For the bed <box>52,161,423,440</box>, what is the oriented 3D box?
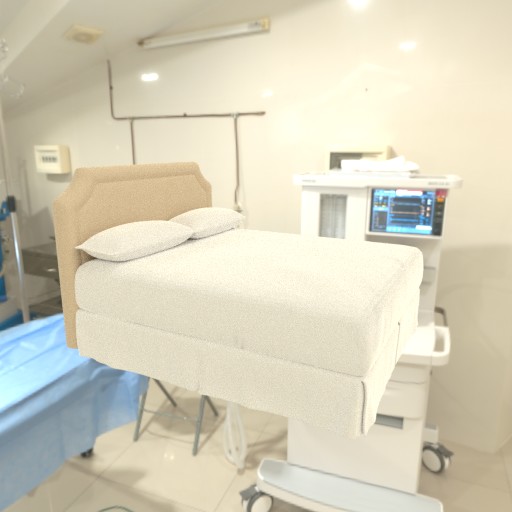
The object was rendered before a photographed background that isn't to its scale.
[{"bbox_3d":[0.000,0.000,3.862,2.548,1.524,2.134,7,16,27],"label":"bed"}]
